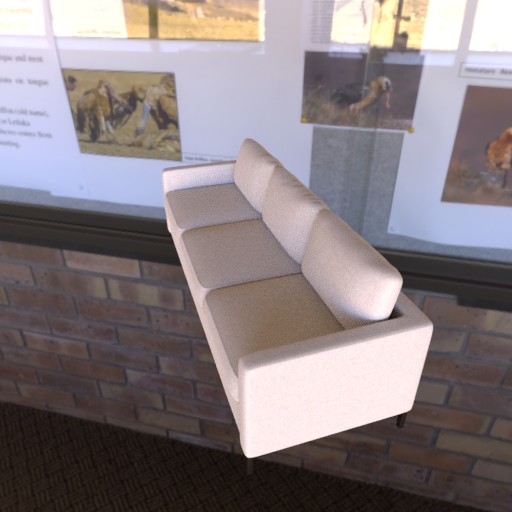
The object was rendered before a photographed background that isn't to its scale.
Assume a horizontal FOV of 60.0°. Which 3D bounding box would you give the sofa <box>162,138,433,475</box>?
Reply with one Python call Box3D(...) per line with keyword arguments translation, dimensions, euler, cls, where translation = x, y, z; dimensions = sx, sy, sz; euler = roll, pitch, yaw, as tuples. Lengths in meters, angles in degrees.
Box3D(translation=(0.000, 0.000, 2.738), dimensions=(0.859, 0.874, 2.218), euler=(-10, 33, -15), cls="sofa")
